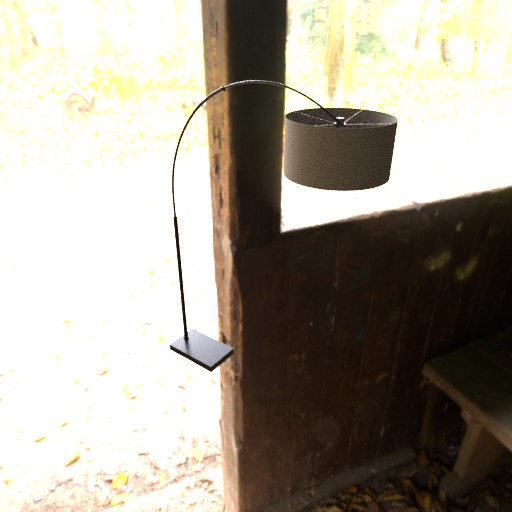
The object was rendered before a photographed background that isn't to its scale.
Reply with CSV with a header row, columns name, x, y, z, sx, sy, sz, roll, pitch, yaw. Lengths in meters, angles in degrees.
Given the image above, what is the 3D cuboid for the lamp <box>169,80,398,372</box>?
name,x,y,z,sx,sy,sz,roll,pitch,yaw
lamp,0.000,0.000,2.598,1.424,1.927,0.493,19,33,32
